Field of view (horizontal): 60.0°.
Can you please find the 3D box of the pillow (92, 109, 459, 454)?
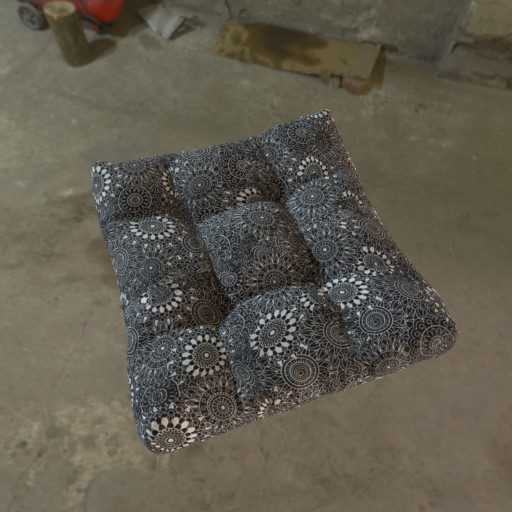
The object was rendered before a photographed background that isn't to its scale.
[{"bbox_3d":[0.000,0.000,0.725,0.468,0.128,0.490,-16,60,-10],"label":"pillow"}]
